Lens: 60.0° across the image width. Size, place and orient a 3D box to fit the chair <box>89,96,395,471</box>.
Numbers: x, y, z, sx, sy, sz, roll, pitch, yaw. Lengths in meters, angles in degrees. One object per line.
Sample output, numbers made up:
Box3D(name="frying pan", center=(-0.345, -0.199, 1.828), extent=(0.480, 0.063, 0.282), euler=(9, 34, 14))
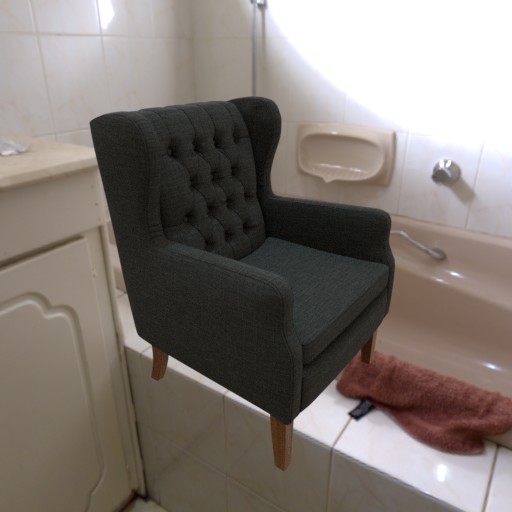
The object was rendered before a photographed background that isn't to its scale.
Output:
Box3D(name="chair", center=(0.000, 0.000, 1.491), extent=(0.775, 0.953, 0.711), euler=(17, 30, 33))
